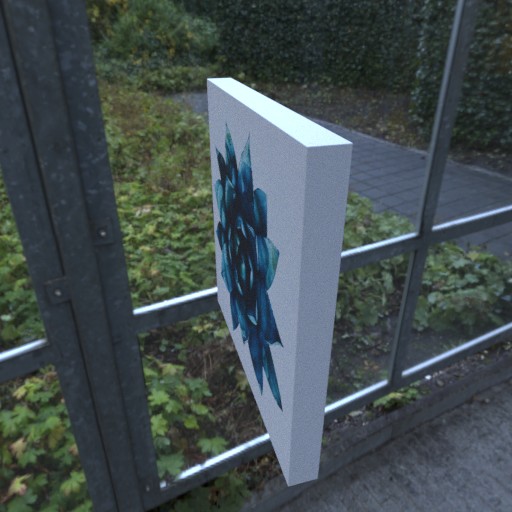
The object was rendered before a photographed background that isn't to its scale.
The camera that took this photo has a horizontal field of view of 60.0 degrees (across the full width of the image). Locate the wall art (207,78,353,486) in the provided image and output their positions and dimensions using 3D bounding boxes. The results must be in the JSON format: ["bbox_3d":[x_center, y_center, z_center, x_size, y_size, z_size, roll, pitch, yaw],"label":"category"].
[{"bbox_3d":[0.000,0.000,0.605,0.038,0.406,0.406,-8,30,-14],"label":"wall art"}]
